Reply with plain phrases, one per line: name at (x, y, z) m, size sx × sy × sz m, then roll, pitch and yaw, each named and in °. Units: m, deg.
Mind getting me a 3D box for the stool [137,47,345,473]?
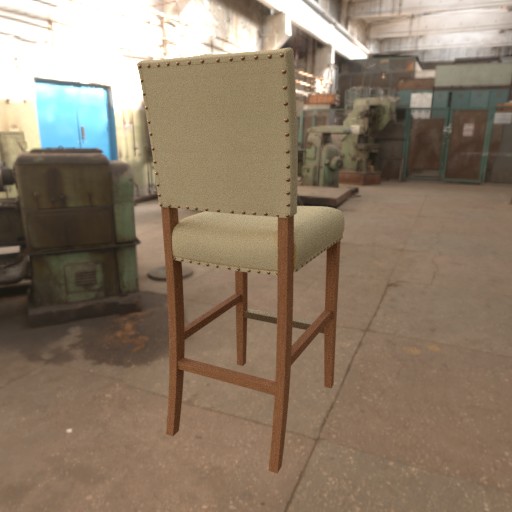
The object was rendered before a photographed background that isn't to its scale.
stool at (0.000, 0.000, 1.478) m, size 0.445 × 1.168 × 0.584 m, roll 8°, pitch 17°, yaw 25°
